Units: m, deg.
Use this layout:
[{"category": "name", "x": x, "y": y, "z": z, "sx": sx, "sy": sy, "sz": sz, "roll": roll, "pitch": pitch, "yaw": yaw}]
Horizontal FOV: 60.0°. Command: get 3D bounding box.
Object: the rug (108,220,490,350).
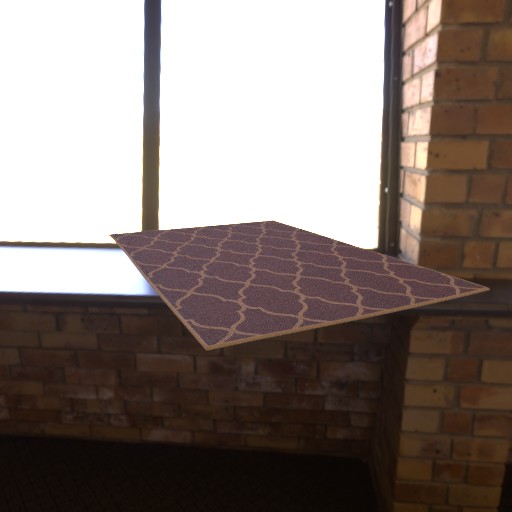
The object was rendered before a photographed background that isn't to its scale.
[{"category": "rug", "x": 0.000, "y": 0.000, "z": 2.896, "sx": 1.526, "sy": 0.014, "sz": 2.290, "roll": -7, "pitch": 16, "yaw": -26}]
